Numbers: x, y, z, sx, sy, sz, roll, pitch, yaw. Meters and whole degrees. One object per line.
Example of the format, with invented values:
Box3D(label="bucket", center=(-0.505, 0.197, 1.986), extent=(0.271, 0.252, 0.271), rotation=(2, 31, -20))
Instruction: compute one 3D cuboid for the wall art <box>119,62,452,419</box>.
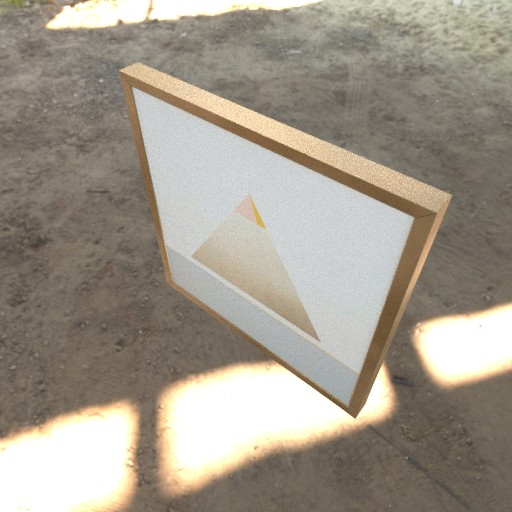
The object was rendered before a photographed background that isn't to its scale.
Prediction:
Box3D(label="wall art", center=(0.000, 0.000, 0.761), extent=(0.513, 0.511, 0.038), rotation=(31, 54, 26))
